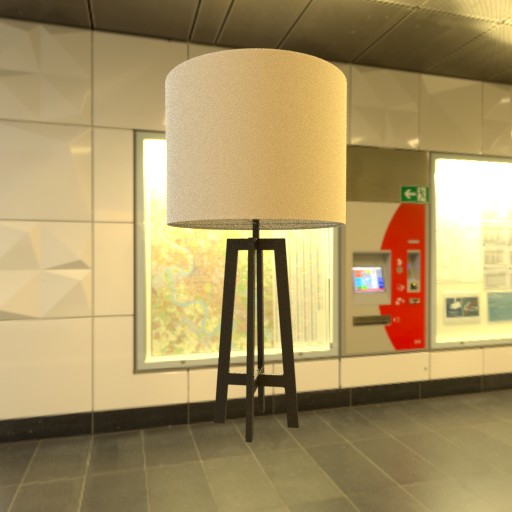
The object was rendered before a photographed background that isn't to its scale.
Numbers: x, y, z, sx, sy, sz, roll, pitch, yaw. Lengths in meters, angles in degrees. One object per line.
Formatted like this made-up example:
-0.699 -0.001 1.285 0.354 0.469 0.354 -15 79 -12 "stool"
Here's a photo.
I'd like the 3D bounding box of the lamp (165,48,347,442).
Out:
0.000 0.000 0.642 0.257 0.489 0.257 0 0 -36 "lamp"
